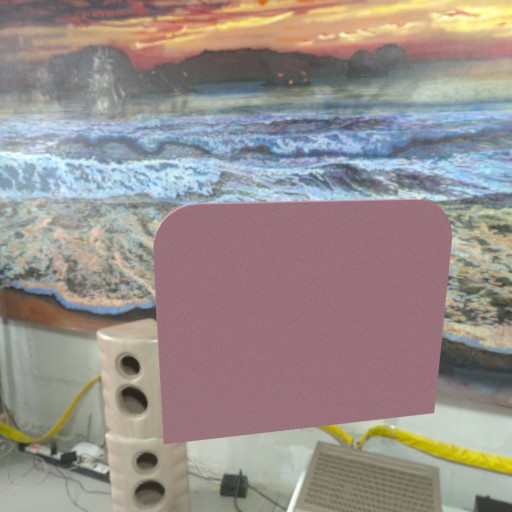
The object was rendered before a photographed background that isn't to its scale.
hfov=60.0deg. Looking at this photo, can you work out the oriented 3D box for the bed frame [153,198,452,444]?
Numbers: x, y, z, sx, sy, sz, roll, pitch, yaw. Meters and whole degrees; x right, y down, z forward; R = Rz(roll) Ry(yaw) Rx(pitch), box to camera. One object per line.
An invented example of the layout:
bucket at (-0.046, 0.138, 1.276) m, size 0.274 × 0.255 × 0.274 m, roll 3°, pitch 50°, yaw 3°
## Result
bed frame at (0.000, 0.000, 2.425) m, size 0.998 × 0.805 × 1.963 m, roll -2°, pitch 13°, yaw -10°
